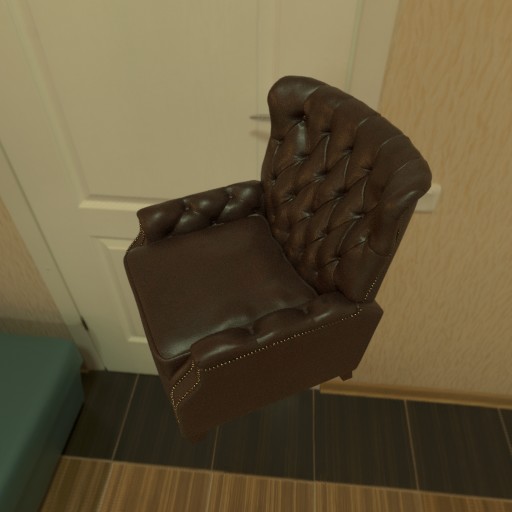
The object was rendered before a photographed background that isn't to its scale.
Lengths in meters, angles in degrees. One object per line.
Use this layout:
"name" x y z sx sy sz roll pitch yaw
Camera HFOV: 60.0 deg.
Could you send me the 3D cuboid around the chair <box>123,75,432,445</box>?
"chair" 0.000 0.000 1.473 0.823 0.864 0.709 -17 48 -17
